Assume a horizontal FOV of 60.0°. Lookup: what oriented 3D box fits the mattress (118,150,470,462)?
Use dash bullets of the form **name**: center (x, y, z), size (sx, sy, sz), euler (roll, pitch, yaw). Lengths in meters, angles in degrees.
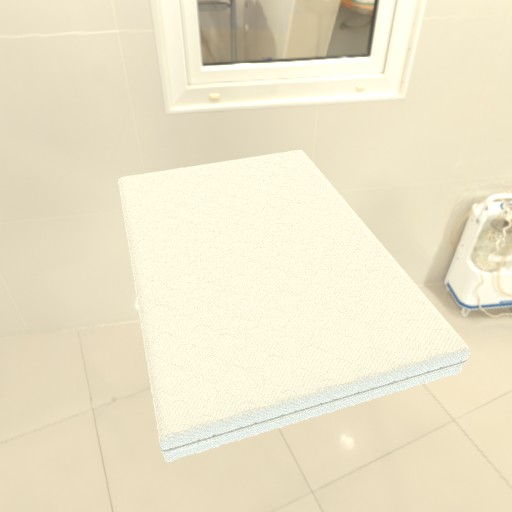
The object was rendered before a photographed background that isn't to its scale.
- **mattress**: center (0.000, 0.000, 2.588), size (1.400, 0.200, 2.000), euler (-12, 42, -13)
